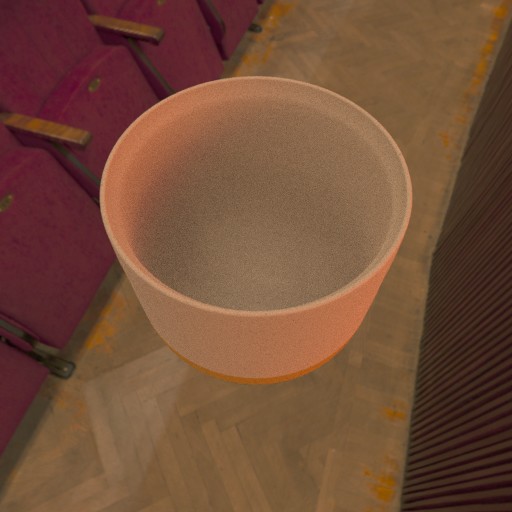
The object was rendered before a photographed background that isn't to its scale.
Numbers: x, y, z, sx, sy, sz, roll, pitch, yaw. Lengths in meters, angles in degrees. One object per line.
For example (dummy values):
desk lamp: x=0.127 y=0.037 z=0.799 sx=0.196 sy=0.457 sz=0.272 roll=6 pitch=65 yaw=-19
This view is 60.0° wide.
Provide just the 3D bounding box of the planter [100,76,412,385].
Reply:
planter: x=0.000 y=0.000 z=0.496 sx=0.268 sy=0.270 sz=0.268 roll=0 pitch=58 yaw=0
